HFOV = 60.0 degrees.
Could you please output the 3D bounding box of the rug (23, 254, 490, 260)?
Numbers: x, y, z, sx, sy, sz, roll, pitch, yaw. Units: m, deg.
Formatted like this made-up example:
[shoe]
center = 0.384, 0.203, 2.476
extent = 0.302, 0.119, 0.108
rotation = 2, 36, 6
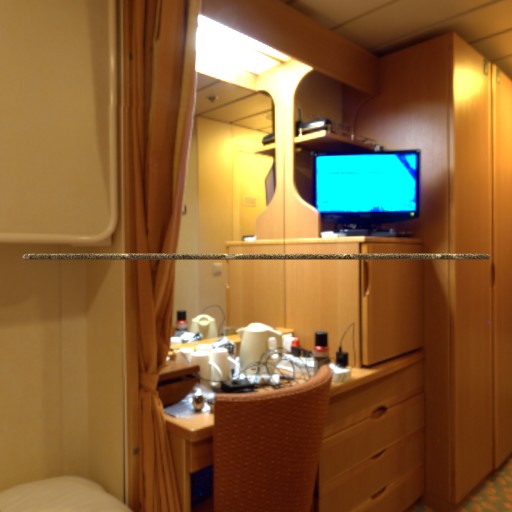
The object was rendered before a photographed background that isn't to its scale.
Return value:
[rug]
center = 0.000, 0.000, 3.056
extent = 2.438, 0.030, 1.524
rotation = 0, 0, -1
